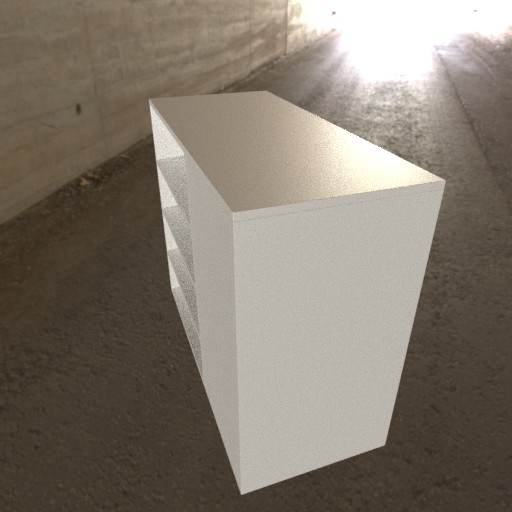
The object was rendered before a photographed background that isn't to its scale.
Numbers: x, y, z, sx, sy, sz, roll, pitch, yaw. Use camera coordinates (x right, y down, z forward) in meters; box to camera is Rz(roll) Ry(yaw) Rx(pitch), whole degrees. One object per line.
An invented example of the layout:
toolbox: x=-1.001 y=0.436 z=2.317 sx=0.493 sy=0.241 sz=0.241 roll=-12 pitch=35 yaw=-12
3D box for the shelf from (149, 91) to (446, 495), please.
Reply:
shelf: x=0.000 y=0.000 z=1.278 sx=0.396 sy=0.732 sz=0.895 roll=-10 pitch=32 yaw=-17
